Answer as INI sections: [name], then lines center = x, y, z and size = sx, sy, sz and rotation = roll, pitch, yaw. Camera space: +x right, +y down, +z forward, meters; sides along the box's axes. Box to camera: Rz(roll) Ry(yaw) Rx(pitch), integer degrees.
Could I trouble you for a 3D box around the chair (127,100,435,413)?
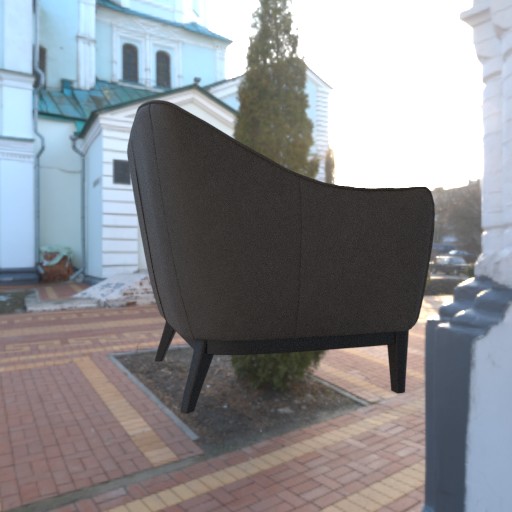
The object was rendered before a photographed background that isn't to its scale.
[chair]
center = 0.000, 0.000, 1.563
size = 0.852, 0.830, 0.871
rotation = 0, 1, -19
